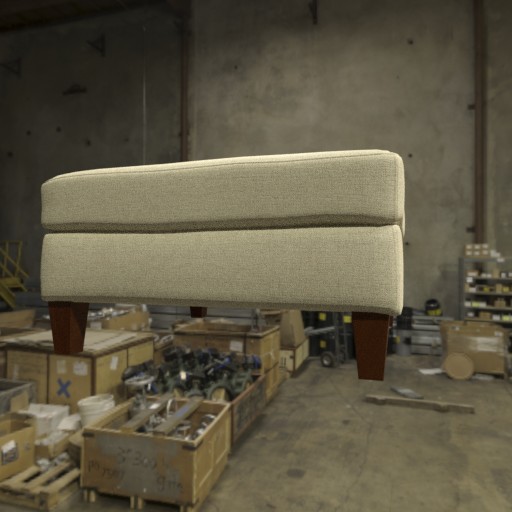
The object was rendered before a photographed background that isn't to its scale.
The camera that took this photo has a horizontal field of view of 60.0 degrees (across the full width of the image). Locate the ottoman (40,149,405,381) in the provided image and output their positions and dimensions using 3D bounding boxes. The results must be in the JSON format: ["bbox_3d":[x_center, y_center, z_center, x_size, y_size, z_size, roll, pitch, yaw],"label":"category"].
[{"bbox_3d":[0.000,0.000,1.313,0.838,0.478,0.838,0,-1,18],"label":"ottoman"}]
